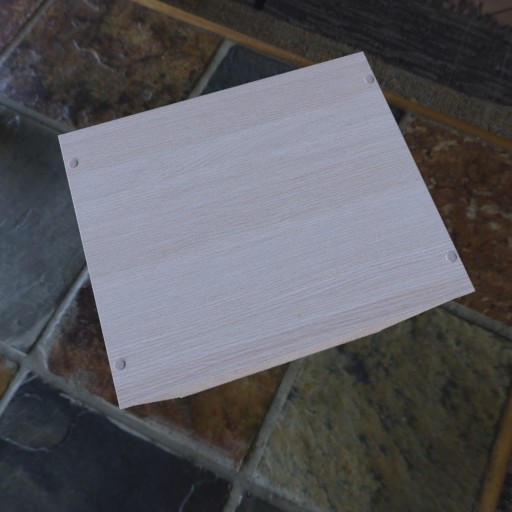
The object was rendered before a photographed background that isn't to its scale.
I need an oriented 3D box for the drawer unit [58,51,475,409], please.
[{"bbox_3d":[0.000,0.000,0.613,0.349,0.344,0.290,-17,75,-5],"label":"drawer unit"}]
